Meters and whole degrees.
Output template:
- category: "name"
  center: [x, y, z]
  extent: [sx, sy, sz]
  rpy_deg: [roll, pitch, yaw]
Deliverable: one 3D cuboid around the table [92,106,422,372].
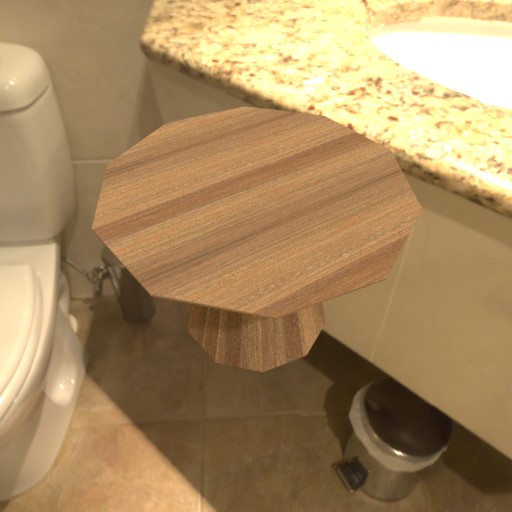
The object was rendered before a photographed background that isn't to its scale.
- category: "table"
  center: [0.000, 0.000, 1.904]
  extent: [1.186, 0.752, 1.186]
  rpy_deg: [0, 47, 0]
